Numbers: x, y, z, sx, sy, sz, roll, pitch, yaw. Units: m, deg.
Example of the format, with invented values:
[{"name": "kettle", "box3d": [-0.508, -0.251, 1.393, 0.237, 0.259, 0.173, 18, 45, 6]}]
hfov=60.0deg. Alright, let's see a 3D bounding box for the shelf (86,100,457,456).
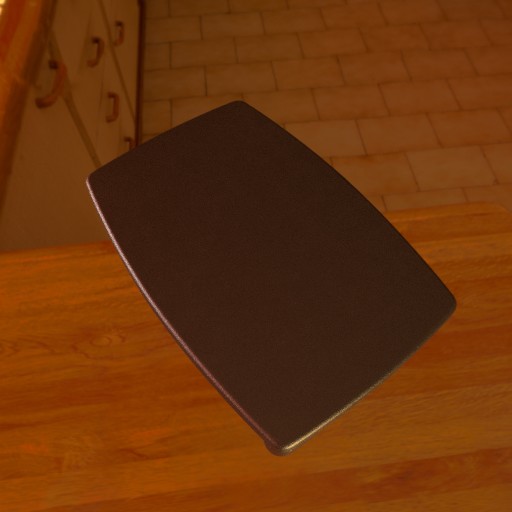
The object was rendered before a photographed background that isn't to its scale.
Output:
[{"name": "shelf", "box3d": [0.000, 0.000, 0.544, 0.280, 0.100, 0.410, -33, 65, -18]}]
